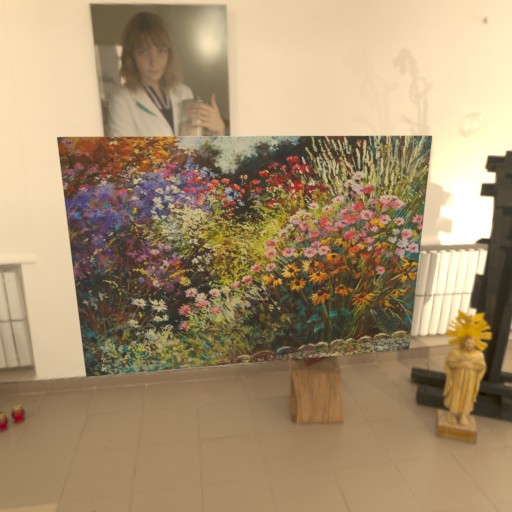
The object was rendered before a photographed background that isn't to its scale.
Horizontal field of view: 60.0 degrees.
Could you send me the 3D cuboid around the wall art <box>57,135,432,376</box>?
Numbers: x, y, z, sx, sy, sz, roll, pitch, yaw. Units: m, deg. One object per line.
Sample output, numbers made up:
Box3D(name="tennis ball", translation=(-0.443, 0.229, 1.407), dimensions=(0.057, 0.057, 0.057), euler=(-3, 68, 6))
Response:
Box3D(name="wall art", translation=(0.000, 0.000, 1.455), dimensions=(1.136, 0.760, 0.042), euler=(-3, 17, -9))
